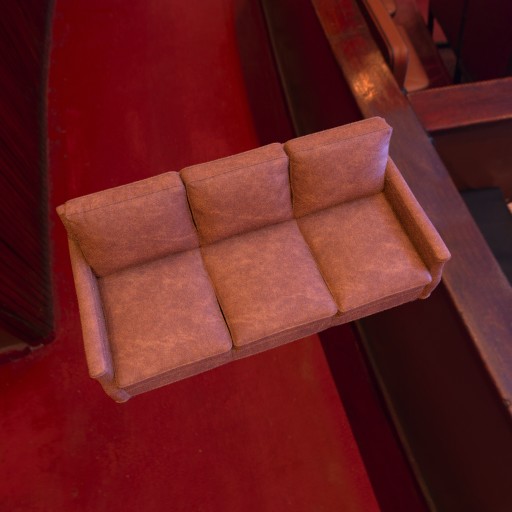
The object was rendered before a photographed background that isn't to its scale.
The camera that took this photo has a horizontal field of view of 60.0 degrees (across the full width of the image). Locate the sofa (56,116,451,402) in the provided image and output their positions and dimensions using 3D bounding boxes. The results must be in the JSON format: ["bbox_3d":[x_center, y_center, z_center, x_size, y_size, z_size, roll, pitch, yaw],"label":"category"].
[{"bbox_3d":[0.000,0.000,2.877,2.246,1.003,1.084,-17,65,-8],"label":"sofa"}]
